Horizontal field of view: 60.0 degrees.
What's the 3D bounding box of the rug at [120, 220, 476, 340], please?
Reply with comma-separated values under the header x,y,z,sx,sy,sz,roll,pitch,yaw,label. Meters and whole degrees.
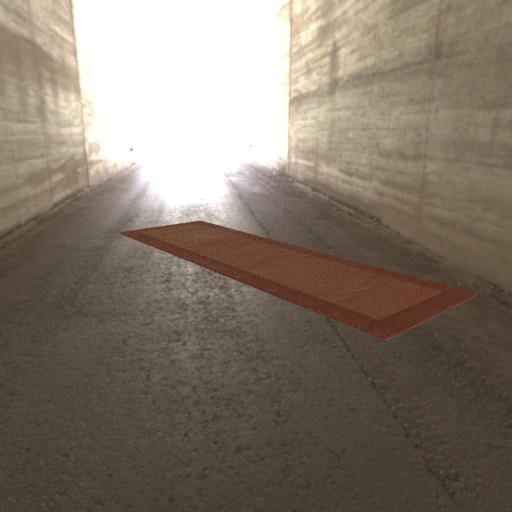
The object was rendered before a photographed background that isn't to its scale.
x,y,z,sx,sy,sz,roll,pitch,yaw,label
0.000,0.000,2.801,0.914,0.013,2.471,-14,21,-42,rug
